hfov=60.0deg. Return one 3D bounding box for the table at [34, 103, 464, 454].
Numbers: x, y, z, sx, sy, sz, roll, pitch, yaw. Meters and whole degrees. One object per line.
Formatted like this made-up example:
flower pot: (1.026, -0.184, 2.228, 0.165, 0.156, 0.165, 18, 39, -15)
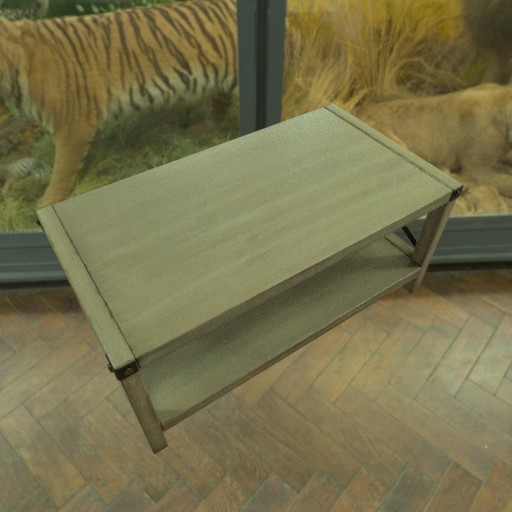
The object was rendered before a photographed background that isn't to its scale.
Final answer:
table: (0.000, 0.000, 1.334, 1.016, 0.456, 0.559, -26, 52, -22)
